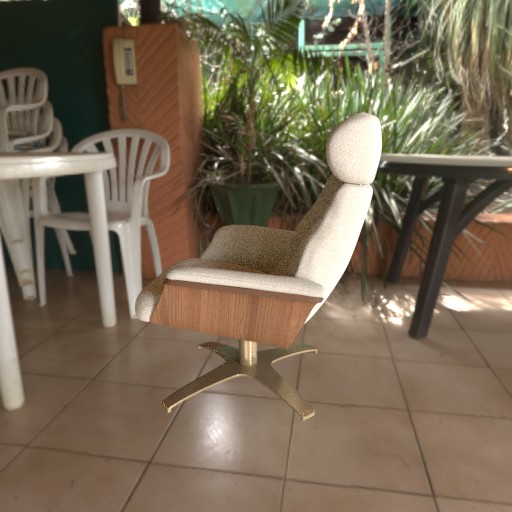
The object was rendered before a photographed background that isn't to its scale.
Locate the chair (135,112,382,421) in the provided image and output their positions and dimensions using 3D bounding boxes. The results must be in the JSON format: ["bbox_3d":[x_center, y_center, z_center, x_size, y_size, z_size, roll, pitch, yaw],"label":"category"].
[{"bbox_3d":[0.000,0.000,1.641,0.837,0.995,0.785,2,15,8],"label":"chair"}]
